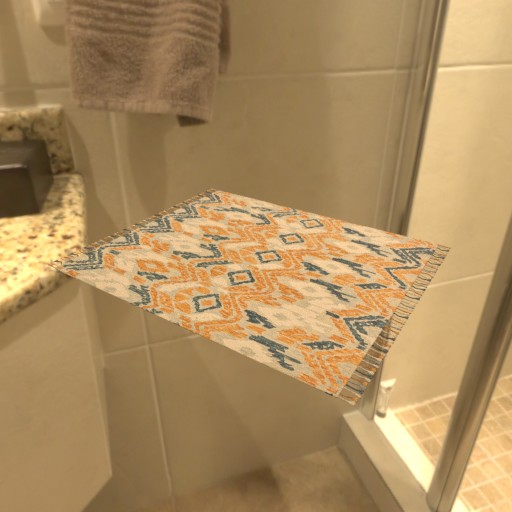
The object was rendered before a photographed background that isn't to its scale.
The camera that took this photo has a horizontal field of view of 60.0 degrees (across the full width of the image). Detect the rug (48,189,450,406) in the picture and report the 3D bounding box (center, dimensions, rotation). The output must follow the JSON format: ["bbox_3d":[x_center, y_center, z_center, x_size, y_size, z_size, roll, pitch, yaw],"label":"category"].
[{"bbox_3d":[0.000,0.000,4.259,3.048,0.010,2.439,18,33,29],"label":"rug"}]
